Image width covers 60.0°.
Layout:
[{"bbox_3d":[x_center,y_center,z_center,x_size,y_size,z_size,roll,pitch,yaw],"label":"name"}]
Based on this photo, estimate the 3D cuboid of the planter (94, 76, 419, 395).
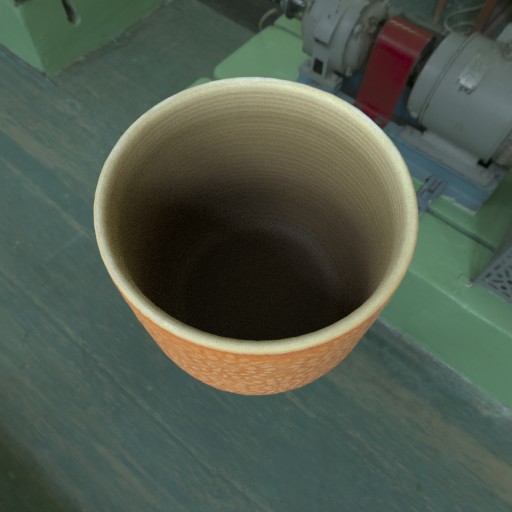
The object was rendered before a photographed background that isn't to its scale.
[{"bbox_3d":[0.000,0.000,0.287,0.170,0.152,0.170,0,63,0],"label":"planter"}]
